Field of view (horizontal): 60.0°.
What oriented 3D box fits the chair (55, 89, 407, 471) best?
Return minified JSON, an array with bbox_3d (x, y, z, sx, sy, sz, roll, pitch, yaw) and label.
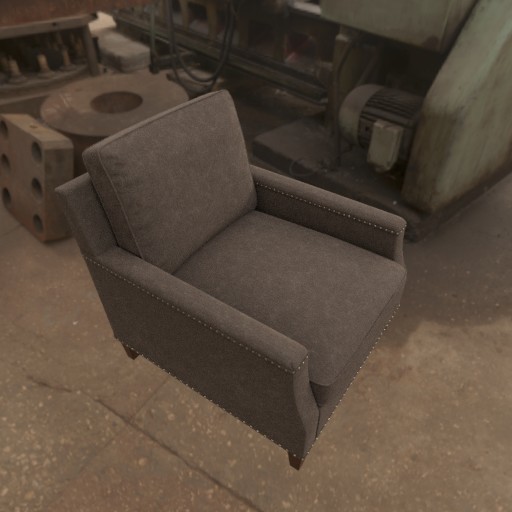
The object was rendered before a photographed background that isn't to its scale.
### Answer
[{"bbox_3d":[0.000,0.000,1.678,1.014,0.948,0.853,24,45,26],"label":"chair"}]
